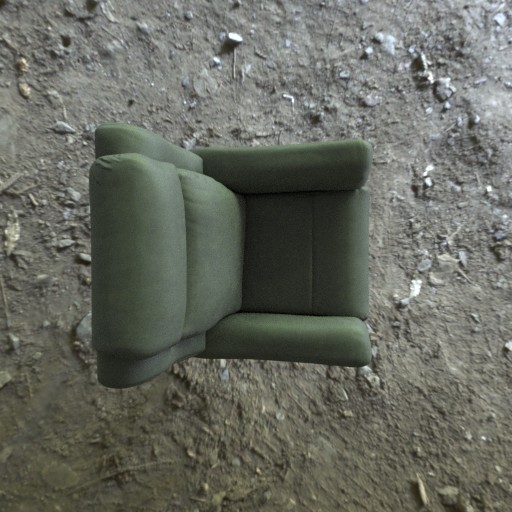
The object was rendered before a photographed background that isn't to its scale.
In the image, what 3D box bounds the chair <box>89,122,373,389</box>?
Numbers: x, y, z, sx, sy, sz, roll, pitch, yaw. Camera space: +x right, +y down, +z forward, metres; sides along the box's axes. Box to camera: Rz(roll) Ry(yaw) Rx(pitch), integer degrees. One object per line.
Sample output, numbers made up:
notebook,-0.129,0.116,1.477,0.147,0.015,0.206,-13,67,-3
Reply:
chair,0.000,0.000,1.884,1.068,1.116,0.967,0,91,0
